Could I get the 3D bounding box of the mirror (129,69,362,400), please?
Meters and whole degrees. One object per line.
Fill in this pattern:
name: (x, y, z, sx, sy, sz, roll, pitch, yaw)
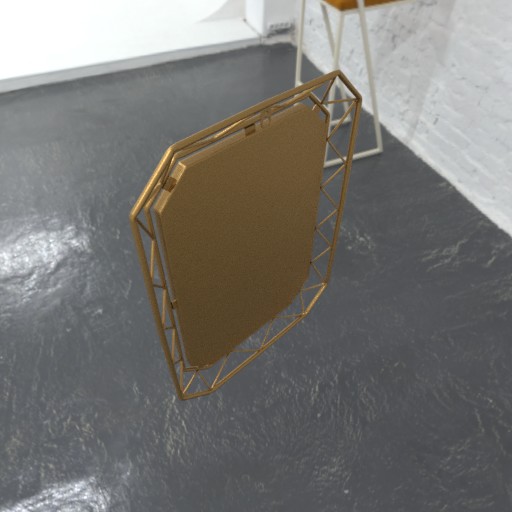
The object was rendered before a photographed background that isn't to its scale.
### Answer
mirror: (0.000, 0.000, 0.746, 0.417, 0.566, 0.042, -34, 55, -28)
